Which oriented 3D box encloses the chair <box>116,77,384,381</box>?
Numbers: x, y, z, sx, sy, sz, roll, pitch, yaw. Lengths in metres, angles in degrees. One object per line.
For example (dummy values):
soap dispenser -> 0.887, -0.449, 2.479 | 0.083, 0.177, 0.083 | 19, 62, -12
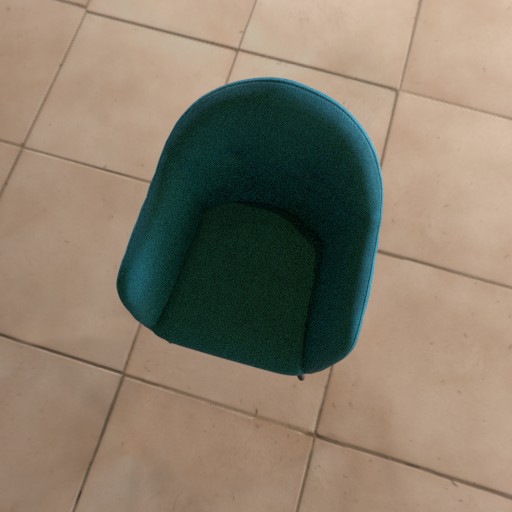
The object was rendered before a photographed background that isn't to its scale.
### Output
chair -> 0.000, 0.000, 1.197 | 0.545, 0.775, 0.565 | 15, 76, 4
